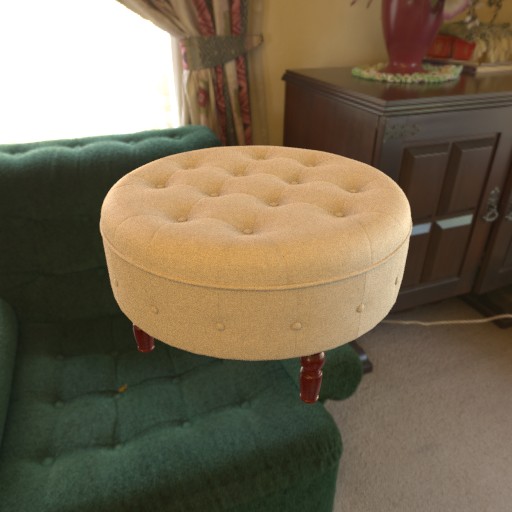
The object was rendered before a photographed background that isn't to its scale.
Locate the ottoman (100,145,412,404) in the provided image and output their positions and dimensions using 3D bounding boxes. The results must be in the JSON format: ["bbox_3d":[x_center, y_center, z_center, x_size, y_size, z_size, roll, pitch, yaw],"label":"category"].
[{"bbox_3d":[0.000,0.000,1.340,0.849,0.478,0.849,0,29,0],"label":"ottoman"}]
